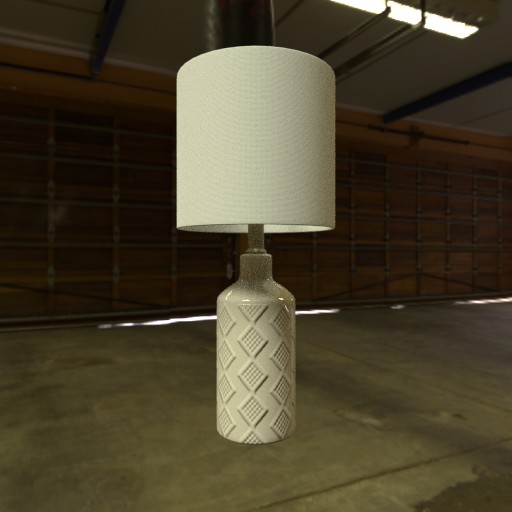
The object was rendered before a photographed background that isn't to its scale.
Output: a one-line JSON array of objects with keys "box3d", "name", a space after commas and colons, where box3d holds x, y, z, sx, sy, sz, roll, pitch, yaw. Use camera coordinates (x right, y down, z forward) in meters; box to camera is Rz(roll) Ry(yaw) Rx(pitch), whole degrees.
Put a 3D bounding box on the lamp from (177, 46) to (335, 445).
[{"box3d": [0.000, 0.000, 0.589, 0.207, 0.461, 0.207, 0, 0, 19], "name": "lamp"}]
